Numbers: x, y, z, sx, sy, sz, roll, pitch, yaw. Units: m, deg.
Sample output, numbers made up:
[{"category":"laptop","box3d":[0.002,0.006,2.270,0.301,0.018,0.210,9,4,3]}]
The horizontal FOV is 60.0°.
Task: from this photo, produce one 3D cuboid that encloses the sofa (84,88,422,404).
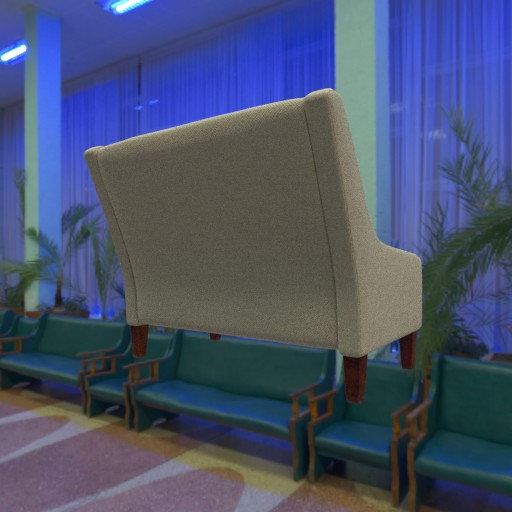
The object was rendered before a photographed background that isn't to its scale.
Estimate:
[{"category":"sofa","box3d":[0.000,0.000,1.971,1.212,0.976,0.946,0,0,37]}]
